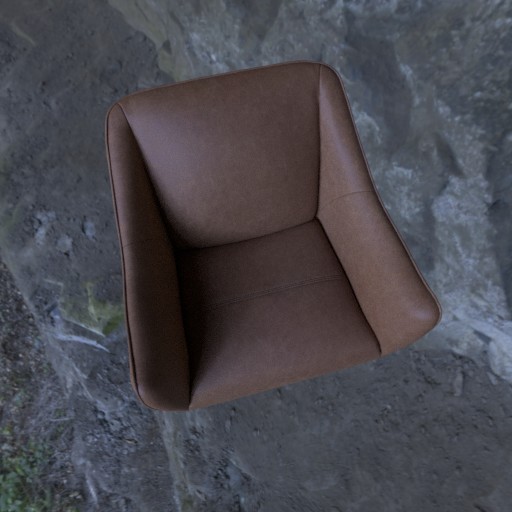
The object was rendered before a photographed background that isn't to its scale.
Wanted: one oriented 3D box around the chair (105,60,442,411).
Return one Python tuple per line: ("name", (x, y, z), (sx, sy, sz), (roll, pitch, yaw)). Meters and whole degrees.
("chair", (0.000, 0.000, 1.512), (0.871, 0.830, 0.852), (-14, 64, -7))
